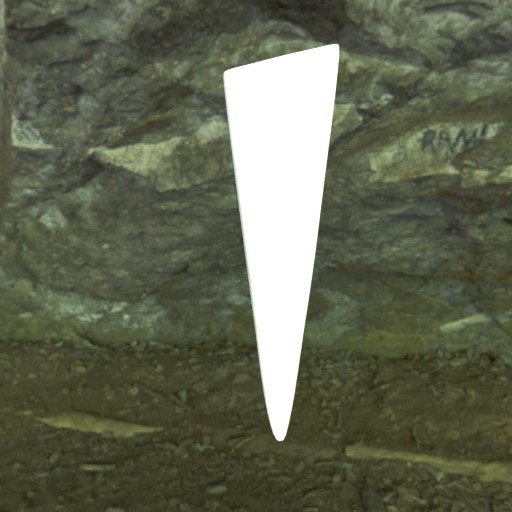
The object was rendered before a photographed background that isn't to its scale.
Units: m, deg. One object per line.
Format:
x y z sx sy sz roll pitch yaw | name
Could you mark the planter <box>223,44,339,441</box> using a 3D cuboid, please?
0.000 0.000 0.391 0.065 0.338 0.143 0 0 -36 | planter
